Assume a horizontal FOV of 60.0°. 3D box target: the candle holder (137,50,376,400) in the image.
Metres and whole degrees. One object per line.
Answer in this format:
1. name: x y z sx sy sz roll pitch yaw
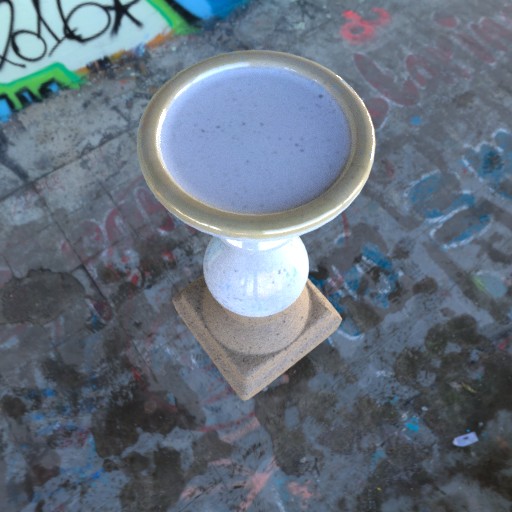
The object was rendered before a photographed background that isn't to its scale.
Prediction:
1. candle holder: 0.000 0.000 0.294 0.110 0.239 0.110 -35 68 -16
